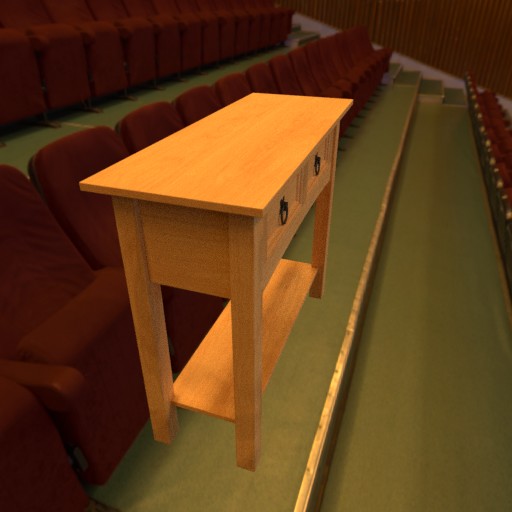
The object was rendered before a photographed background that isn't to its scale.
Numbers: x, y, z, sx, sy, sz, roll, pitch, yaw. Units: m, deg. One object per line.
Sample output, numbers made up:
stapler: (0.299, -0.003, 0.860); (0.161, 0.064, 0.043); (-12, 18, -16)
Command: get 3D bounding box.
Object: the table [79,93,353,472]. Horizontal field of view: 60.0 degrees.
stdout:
table: (0.000, 0.000, 1.275); (0.340, 0.728, 0.900); (10, 32, 17)
